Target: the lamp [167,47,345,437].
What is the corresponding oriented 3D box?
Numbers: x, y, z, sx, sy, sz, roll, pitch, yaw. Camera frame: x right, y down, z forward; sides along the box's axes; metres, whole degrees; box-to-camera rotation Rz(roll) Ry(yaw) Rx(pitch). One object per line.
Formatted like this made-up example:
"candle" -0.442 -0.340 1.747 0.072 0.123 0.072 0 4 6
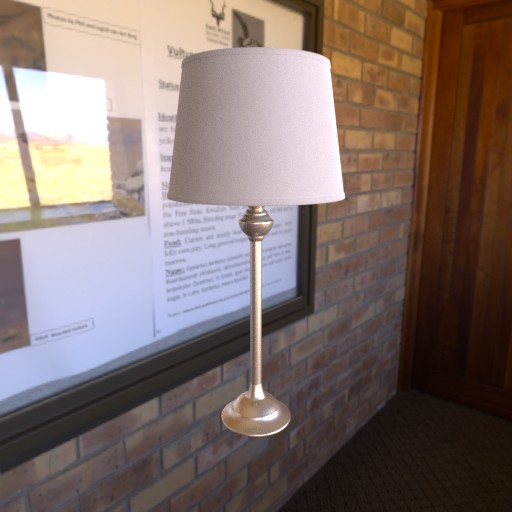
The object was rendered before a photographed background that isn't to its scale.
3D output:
"lamp" 0.000 0.000 0.866 0.331 0.698 0.331 0 13 0
